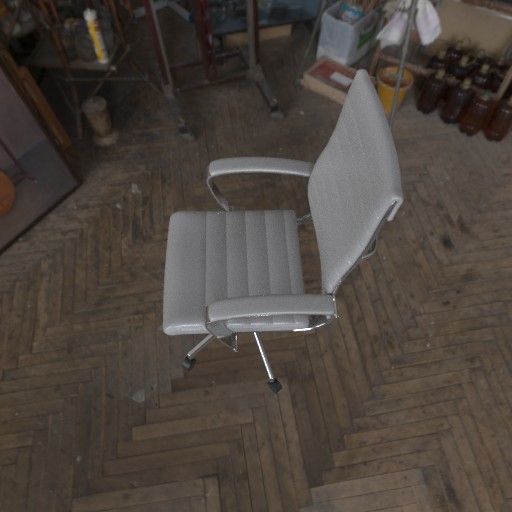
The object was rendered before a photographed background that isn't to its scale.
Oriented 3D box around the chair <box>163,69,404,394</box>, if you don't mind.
[{"bbox_3d":[0.000,0.000,1.546,0.667,1.149,0.679,-2,59,-1],"label":"chair"}]
